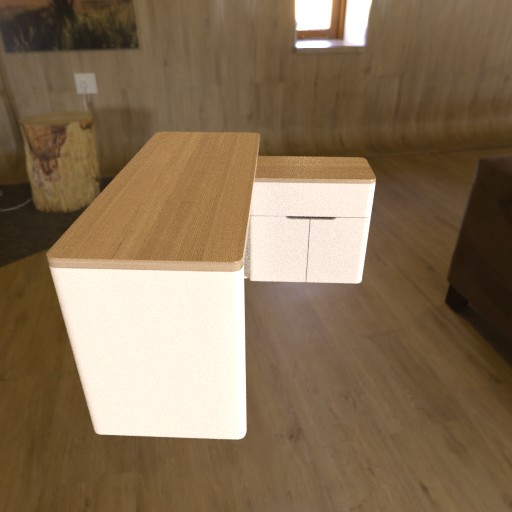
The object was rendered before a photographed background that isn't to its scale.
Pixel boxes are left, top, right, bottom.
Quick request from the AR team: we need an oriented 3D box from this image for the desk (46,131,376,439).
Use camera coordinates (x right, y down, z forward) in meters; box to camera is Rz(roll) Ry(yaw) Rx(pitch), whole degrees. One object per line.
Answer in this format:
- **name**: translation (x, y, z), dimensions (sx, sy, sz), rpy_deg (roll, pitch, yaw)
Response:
- **desk**: translation (0.000, 0.000, 2.051), dimensions (1.175, 0.770, 1.400), rpy_deg (1, 30, 2)
